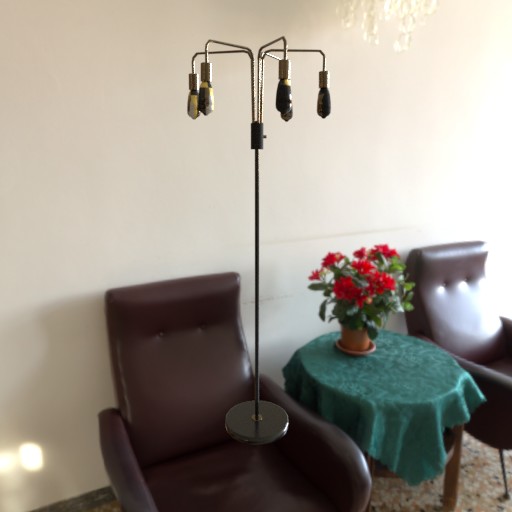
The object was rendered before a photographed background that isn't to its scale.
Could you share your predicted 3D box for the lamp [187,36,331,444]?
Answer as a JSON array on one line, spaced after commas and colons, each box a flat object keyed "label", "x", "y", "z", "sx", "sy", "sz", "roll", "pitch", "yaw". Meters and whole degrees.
[{"label": "lamp", "x": 0.000, "y": 0.000, "z": 2.001, "sx": 0.572, "sy": 1.721, "sz": 0.599, "roll": 7, "pitch": 16, "yaw": 27}]
